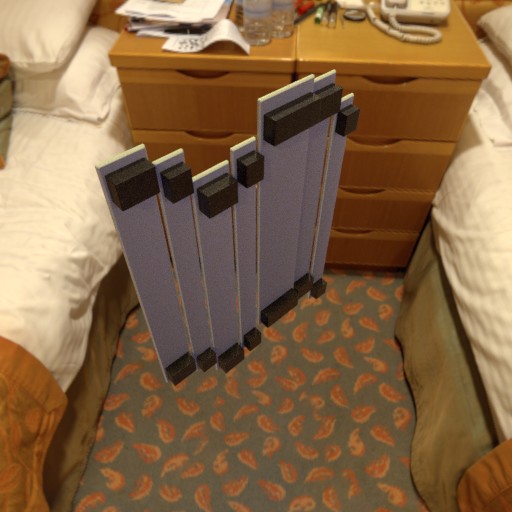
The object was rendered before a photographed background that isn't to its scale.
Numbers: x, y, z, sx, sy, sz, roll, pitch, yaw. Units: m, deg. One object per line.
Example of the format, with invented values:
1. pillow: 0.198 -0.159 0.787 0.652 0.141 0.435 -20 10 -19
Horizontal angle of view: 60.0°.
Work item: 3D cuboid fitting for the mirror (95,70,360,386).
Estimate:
1. mirror: 0.000 0.000 0.808 0.445 0.611 0.058 -34 56 -27
